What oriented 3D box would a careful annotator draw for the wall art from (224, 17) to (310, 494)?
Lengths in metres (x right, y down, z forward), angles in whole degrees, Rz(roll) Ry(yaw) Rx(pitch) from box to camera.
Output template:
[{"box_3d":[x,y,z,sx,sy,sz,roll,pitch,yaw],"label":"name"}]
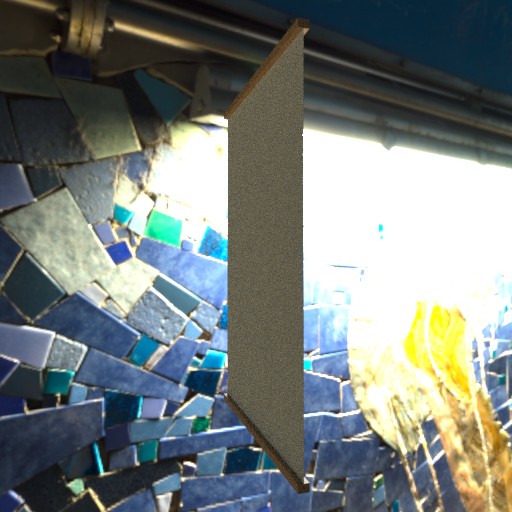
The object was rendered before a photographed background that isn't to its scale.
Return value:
[{"box_3d":[0.000,0.000,1.271,0.027,1.020,0.669,0,0,-18],"label":"wall art"}]
